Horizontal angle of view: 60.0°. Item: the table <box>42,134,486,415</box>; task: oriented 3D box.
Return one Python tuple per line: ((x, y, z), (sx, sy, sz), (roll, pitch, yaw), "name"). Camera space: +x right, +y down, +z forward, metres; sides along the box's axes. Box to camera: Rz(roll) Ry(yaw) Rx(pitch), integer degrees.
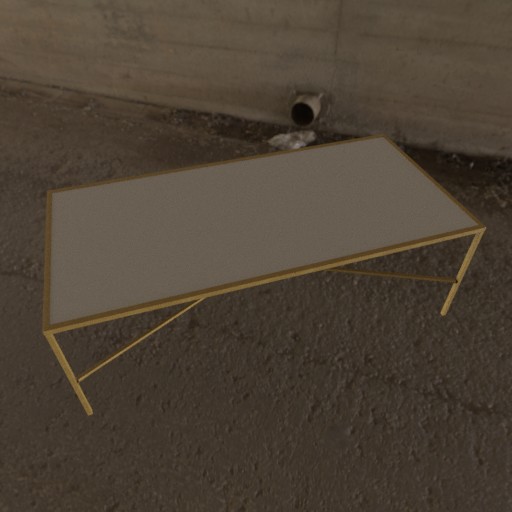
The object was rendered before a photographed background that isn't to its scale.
((0.000, 0.000, 1.477), (1.206, 0.398, 0.580), (-13, 45, -13), "table")
